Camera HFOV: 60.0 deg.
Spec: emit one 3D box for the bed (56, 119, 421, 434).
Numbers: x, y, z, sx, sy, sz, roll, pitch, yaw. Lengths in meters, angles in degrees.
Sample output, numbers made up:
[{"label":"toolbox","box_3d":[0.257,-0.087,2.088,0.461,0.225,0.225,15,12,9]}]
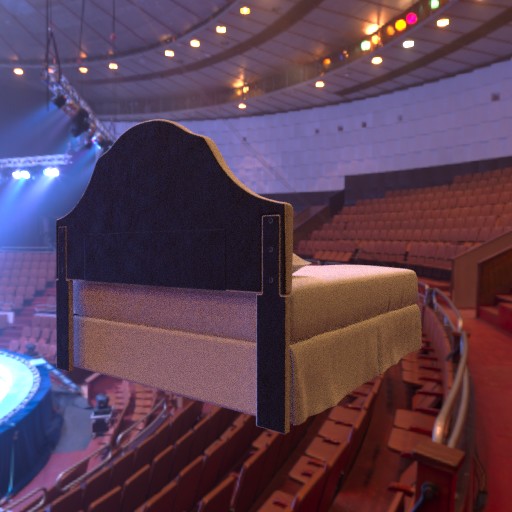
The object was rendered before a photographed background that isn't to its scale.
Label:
[{"label":"bed","box_3d":[0.000,0.000,3.504,2.008,1.615,2.214,1,1,36]}]
